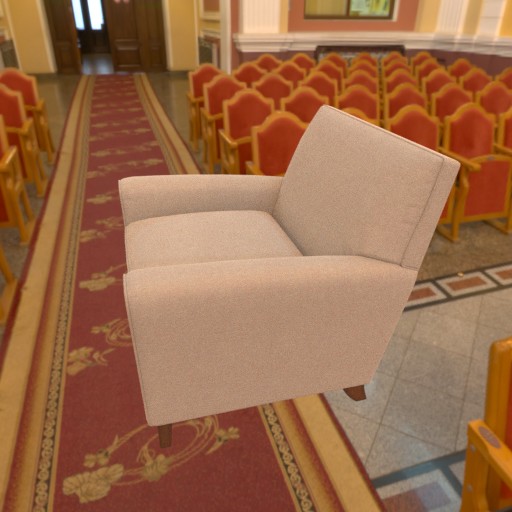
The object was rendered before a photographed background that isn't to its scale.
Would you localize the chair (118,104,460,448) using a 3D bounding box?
[{"bbox_3d":[0.000,0.000,1.539,0.871,0.846,0.840,-8,30,-14],"label":"chair"}]
